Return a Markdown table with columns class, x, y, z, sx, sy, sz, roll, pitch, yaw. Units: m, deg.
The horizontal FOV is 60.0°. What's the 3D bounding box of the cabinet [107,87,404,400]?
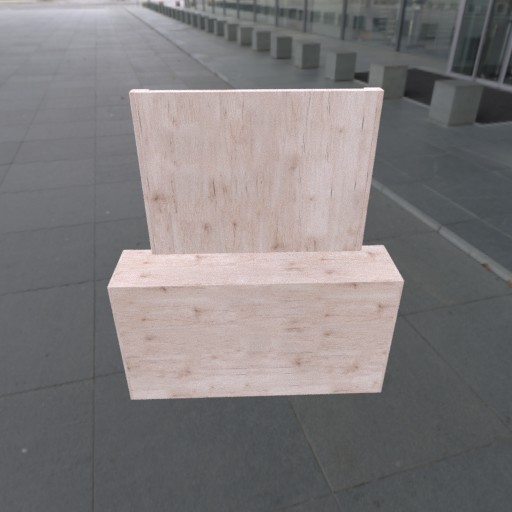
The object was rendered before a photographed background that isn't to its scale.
| class | x | y | z | sx | sy | sz | roll | pitch | yaw |
| --- | --- | --- | --- | --- | --- | --- | --- | --- | --- |
| cabinet | 0.000 | 0.000 | 2.682 | 1.700 | 1.981 | 0.420 | -1 | 31 | -2 |
